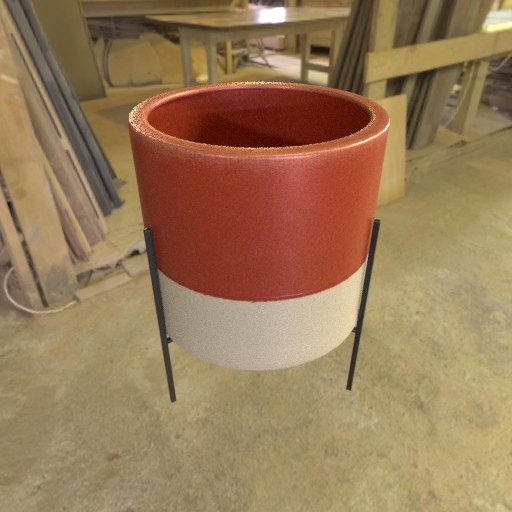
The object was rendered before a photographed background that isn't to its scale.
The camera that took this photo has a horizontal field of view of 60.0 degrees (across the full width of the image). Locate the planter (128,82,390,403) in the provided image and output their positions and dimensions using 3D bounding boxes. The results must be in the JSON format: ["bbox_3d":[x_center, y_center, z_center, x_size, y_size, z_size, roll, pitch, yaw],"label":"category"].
[{"bbox_3d":[0.000,0.000,0.717,0.354,0.465,0.345,-21,38,-28],"label":"planter"}]
